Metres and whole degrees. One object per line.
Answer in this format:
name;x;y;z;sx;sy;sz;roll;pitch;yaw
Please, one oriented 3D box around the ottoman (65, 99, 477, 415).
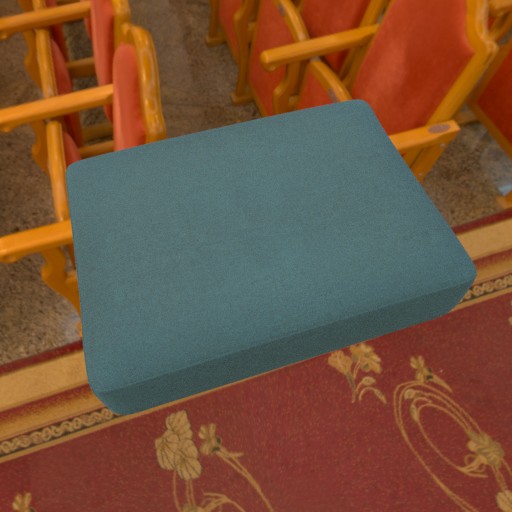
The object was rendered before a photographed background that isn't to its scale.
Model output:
ottoman;0.000;0.000;1.041;0.749;0.428;0.549;-15;60;-9
